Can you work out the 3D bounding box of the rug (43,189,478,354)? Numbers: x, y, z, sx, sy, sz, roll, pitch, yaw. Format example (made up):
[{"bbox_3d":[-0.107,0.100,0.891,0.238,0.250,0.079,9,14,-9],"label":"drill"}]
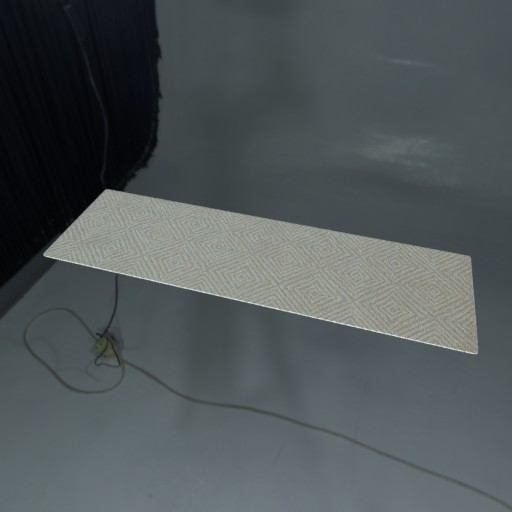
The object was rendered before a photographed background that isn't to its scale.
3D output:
[{"bbox_3d":[0.000,0.000,2.458,2.277,0.008,0.676,12,44,12],"label":"rug"}]
